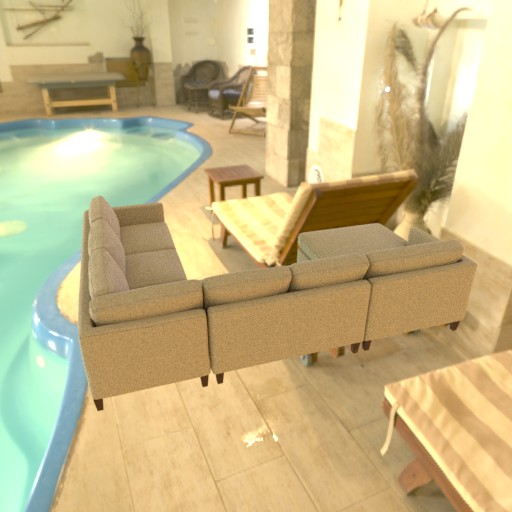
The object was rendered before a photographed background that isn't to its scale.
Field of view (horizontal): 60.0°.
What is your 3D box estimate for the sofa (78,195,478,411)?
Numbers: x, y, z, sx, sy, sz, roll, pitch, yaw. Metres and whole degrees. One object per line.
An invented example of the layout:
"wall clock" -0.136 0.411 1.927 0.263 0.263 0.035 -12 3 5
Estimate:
"sofa" 0.000 0.000 4.728 3.460 0.959 2.593 -8 28 -16
